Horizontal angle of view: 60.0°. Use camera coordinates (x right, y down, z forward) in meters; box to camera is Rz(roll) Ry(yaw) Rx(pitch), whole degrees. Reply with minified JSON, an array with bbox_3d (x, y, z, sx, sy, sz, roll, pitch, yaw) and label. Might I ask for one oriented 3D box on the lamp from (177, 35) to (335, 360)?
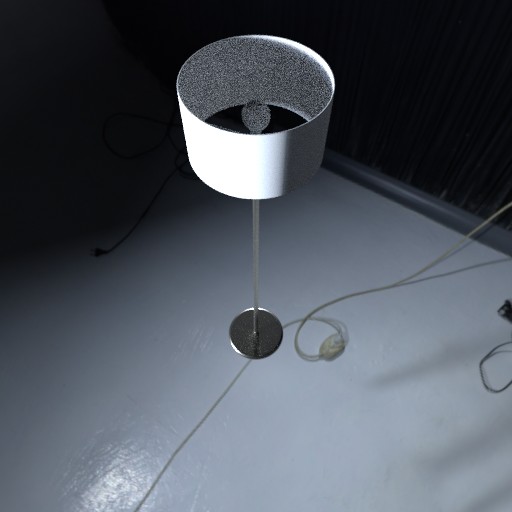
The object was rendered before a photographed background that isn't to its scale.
[{"bbox_3d":[0.000,0.000,1.585,0.347,1.443,0.347,29,62,17],"label":"lamp"}]
